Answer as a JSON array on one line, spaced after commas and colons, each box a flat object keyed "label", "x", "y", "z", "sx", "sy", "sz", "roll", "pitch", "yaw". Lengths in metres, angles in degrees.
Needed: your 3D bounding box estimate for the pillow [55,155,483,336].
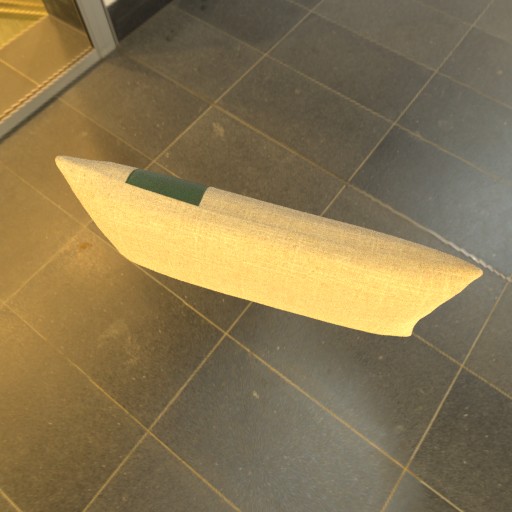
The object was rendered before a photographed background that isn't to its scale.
[{"label": "pillow", "x": 0.000, "y": 0.000, "z": 1.043, "sx": 0.859, "sy": 0.429, "sz": 0.197, "roll": 16, "pitch": 66, "yaw": 7}]
